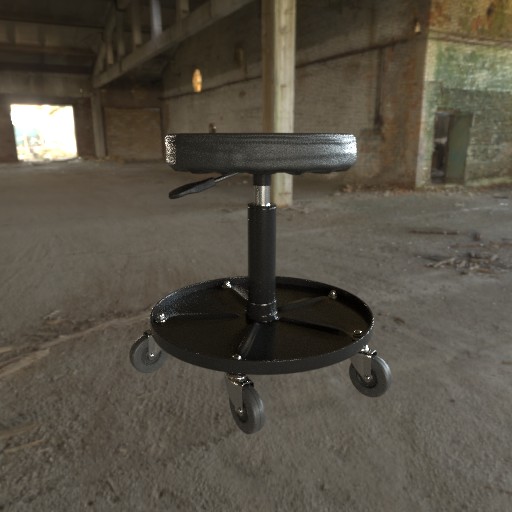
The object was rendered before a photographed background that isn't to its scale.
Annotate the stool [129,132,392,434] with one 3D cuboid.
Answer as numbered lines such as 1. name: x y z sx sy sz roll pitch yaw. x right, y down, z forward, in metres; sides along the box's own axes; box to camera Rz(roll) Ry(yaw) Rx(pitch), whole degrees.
1. stool: 0.000 0.000 0.685 0.382 0.365 0.381 -8 17 -27
